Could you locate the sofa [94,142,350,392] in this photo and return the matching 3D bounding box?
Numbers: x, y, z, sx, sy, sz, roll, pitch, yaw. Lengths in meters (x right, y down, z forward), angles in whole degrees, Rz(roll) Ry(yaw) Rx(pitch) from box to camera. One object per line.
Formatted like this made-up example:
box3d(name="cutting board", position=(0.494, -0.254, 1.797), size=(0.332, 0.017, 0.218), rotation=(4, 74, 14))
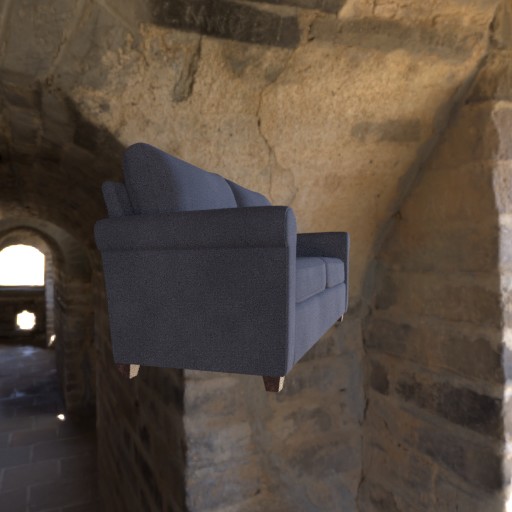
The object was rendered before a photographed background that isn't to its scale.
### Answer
box3d(name="sofa", position=(0.000, 0.000, 2.495), size=(0.842, 0.942, 1.935), rotation=(0, 0, 18))
